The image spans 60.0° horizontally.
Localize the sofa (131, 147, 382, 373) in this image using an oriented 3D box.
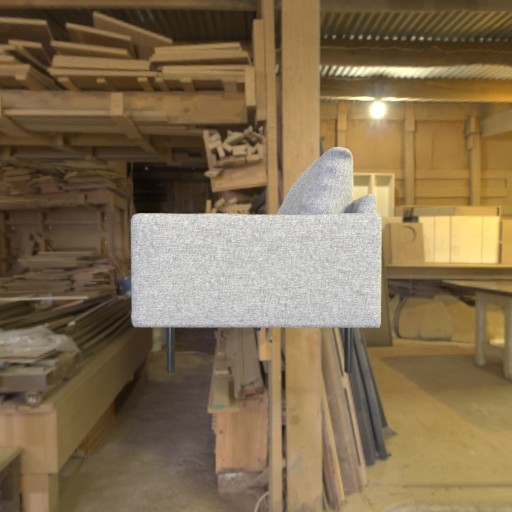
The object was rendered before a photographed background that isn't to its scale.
[{"bbox_3d":[0.000,0.000,2.451,0.850,0.830,2.000,0,2,1],"label":"sofa"}]
